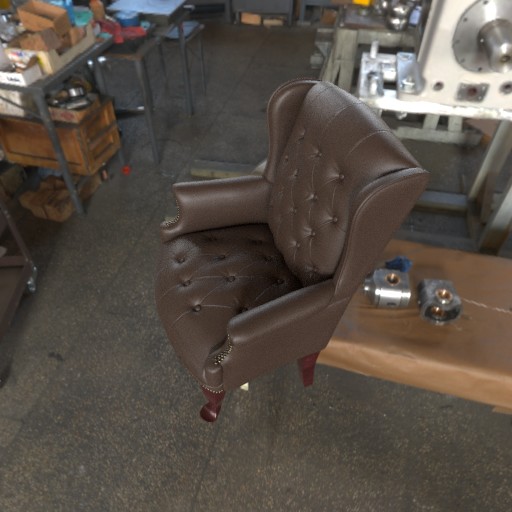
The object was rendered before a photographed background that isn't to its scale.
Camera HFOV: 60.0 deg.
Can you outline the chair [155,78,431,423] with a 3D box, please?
[{"bbox_3d":[0.000,0.000,1.710,0.819,1.132,0.829,-15,47,-14],"label":"chair"}]
